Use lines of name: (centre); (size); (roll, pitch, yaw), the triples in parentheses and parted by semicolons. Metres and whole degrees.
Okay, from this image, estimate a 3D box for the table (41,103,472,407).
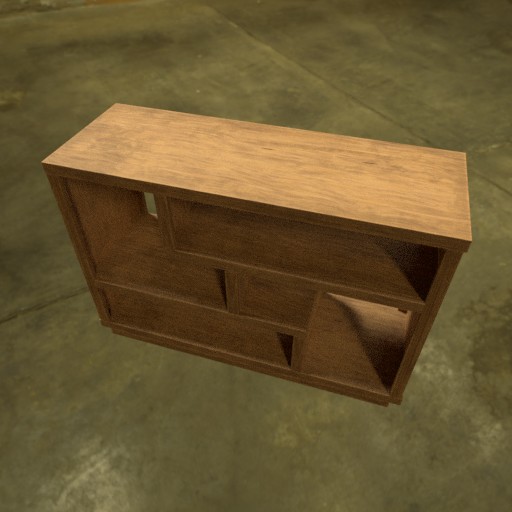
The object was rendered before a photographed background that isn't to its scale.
table: (0.000, 0.000, 1.532); (1.151, 0.771, 0.410); (12, 44, 13)
